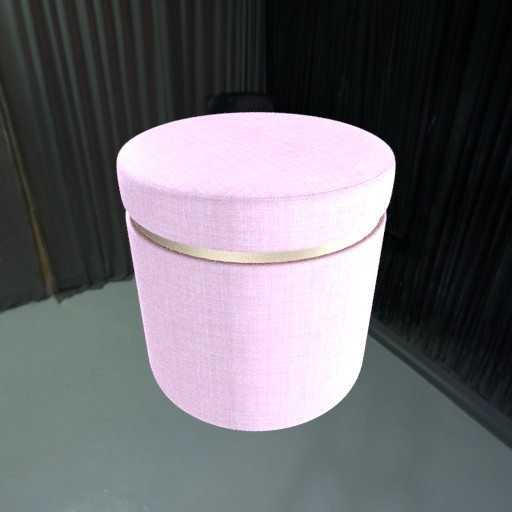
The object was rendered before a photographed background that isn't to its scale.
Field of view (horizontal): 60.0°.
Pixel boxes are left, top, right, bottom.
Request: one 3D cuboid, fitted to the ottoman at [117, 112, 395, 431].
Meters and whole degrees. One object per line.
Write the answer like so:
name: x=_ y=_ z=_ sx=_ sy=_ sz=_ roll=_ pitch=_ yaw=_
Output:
ottoman: x=0.000 y=0.000 z=0.745 sx=0.400 sy=0.406 sz=0.400 roll=0 pitch=31 yaw=0
